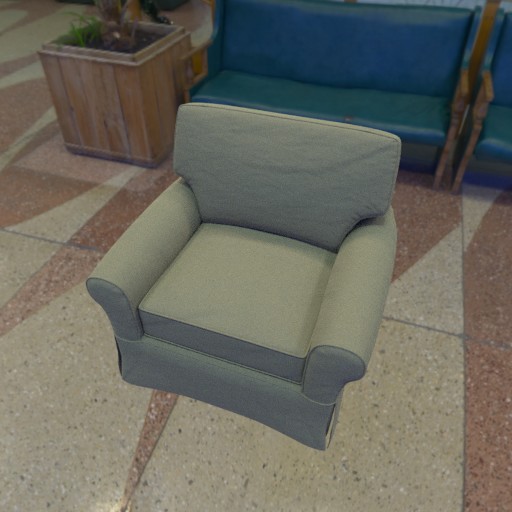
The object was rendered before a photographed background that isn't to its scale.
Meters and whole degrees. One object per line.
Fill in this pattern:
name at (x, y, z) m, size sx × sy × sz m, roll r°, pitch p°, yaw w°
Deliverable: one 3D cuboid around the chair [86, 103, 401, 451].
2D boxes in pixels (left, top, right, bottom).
chair at (0.000, 0.000, 1.925) m, size 1.135 × 1.017 × 0.988 m, roll 14°, pitch 43°, yaw 15°
